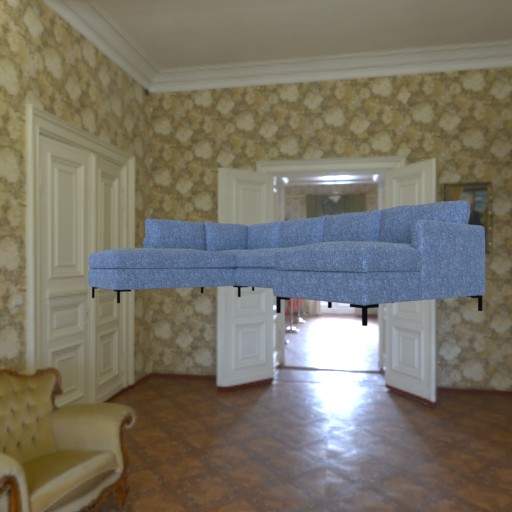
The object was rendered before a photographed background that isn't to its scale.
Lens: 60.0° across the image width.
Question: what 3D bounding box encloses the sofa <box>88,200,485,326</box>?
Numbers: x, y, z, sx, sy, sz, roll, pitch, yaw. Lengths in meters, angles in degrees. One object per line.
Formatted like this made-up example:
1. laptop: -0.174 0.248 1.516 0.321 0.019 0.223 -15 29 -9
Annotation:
1. sofa: 0.000 0.000 3.508 1.879 0.756 2.737 1 -1 -36
